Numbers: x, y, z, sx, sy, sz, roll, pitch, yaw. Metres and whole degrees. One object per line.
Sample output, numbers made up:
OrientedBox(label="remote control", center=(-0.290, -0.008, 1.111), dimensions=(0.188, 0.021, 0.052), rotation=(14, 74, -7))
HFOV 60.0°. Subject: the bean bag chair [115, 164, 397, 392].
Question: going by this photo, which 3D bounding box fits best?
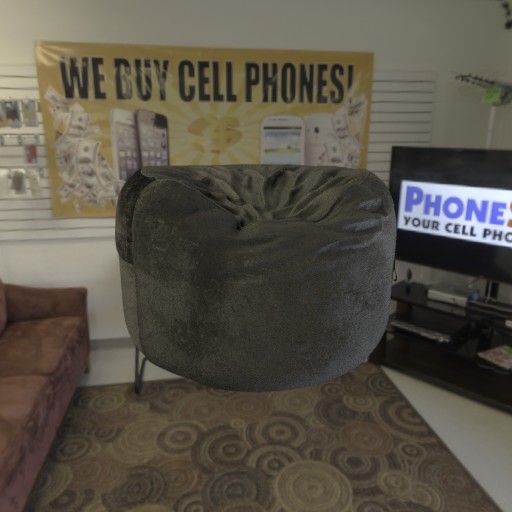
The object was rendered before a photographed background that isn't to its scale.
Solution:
OrientedBox(label="bean bag chair", center=(0.000, 0.000, 1.532), dimensions=(0.918, 0.605, 0.918), rotation=(0, 15, 0))
